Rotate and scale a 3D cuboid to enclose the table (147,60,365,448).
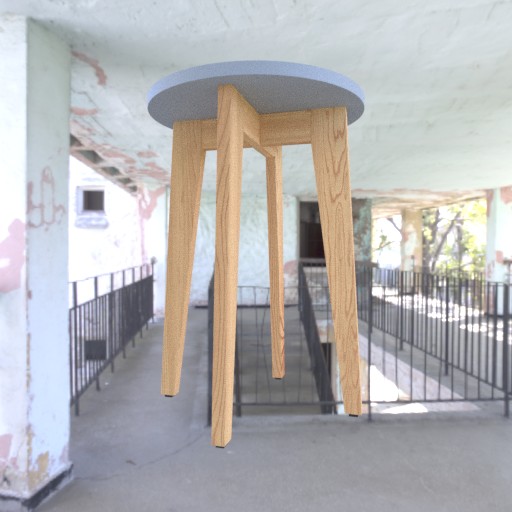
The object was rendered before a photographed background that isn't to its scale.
[{"bbox_3d":[0.000,0.000,0.739,0.350,0.500,0.350,0,1,0],"label":"table"}]
